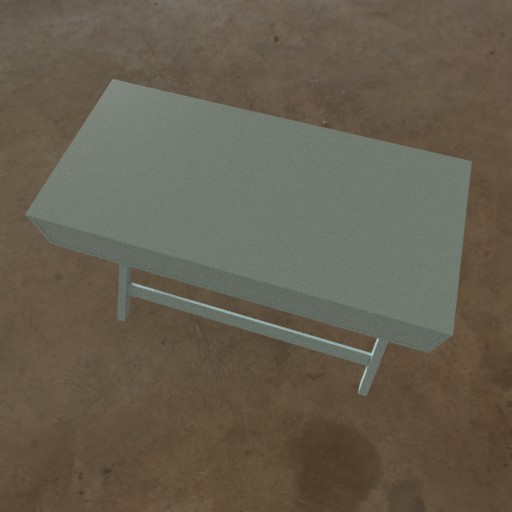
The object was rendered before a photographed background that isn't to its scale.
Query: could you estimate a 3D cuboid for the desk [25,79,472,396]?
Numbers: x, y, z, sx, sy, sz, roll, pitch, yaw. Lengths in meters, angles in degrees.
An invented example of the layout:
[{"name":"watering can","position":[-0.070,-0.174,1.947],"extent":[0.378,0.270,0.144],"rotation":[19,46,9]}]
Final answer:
[{"name":"desk","position":[0.000,0.000,1.497],"extent":[1.059,0.780,0.509],"rotation":[16,64,8]}]
